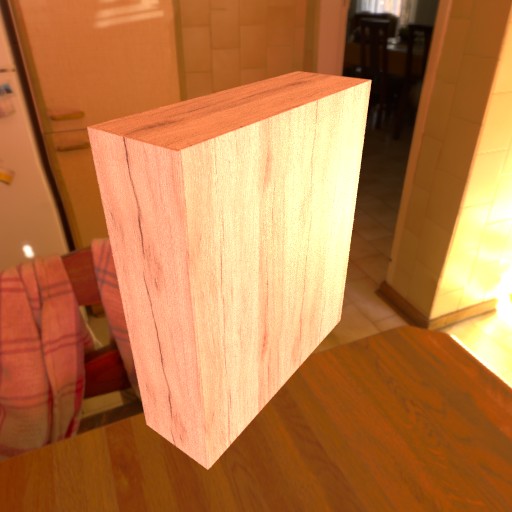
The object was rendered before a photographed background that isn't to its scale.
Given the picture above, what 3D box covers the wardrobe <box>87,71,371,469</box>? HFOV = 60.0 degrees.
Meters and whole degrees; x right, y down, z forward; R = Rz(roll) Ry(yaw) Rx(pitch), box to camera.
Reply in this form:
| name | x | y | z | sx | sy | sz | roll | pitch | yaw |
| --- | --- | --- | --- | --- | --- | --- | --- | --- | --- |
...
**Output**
| name | x | y | z | sx | sy | sz | roll | pitch | yaw |
| --- | --- | --- | --- | --- | --- | --- | --- | --- | --- |
| wardrobe | 0.000 | 0.000 | 3.024 | 0.580 | 2.070 | 1.810 | 21 | 38 | 30 |
